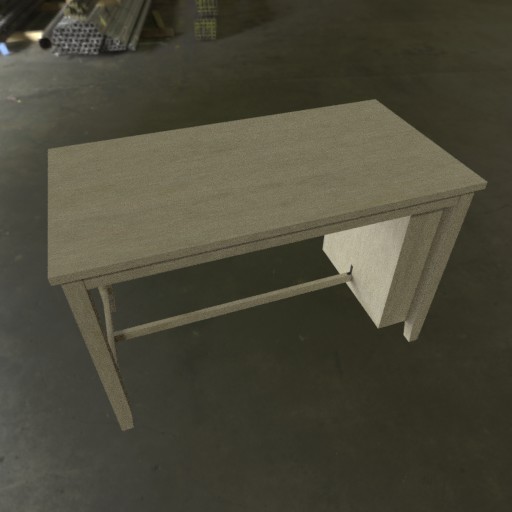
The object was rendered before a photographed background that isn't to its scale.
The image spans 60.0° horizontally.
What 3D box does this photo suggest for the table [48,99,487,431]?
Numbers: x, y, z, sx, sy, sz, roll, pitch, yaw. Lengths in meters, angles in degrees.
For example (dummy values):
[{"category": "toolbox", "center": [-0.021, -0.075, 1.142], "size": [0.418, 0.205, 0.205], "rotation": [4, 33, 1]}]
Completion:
[{"category": "table", "center": [0.000, 0.000, 1.869], "size": [1.397, 0.874, 0.729], "rotation": [-13, 44, -14]}]
